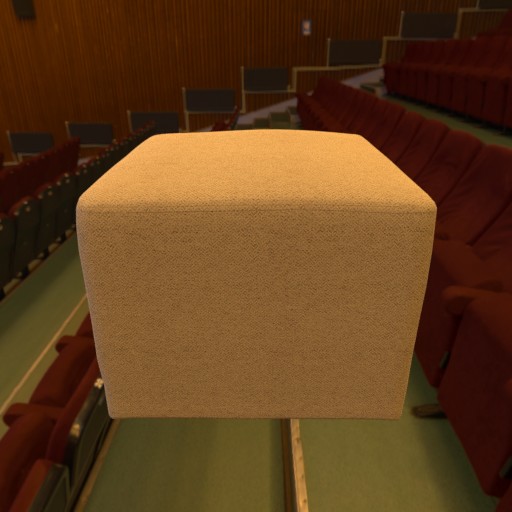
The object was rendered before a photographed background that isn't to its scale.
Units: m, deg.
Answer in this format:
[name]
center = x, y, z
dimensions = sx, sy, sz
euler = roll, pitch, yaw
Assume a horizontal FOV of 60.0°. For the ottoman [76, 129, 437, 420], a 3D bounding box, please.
[ottoman]
center = 0.000, 0.000, 0.906
dimensions = 0.512, 0.453, 0.521
euler = 0, 25, 0
